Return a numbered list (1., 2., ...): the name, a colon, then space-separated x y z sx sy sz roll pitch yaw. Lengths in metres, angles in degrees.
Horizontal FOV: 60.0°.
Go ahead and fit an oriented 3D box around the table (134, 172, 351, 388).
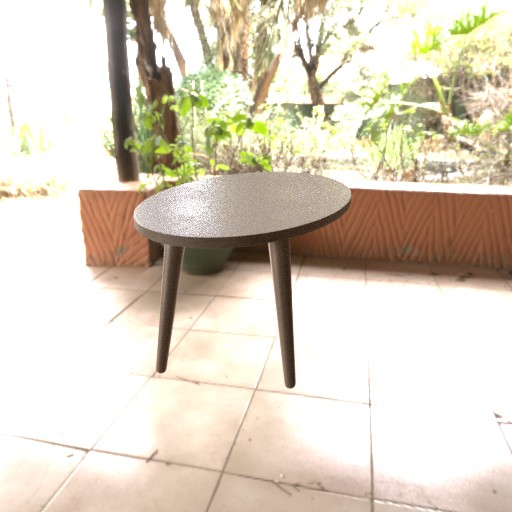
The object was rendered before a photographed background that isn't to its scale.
1. table: 0.000 0.000 1.340 0.542 0.390 1.083 3 17 11
